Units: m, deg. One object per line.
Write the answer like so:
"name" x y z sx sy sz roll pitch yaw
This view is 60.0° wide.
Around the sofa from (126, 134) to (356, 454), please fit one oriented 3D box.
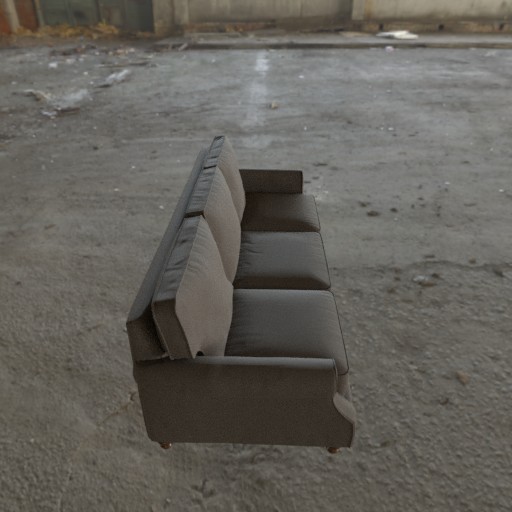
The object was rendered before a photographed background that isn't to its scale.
"sofa" 0.000 0.000 2.781 0.966 0.948 2.353 1 31 1
